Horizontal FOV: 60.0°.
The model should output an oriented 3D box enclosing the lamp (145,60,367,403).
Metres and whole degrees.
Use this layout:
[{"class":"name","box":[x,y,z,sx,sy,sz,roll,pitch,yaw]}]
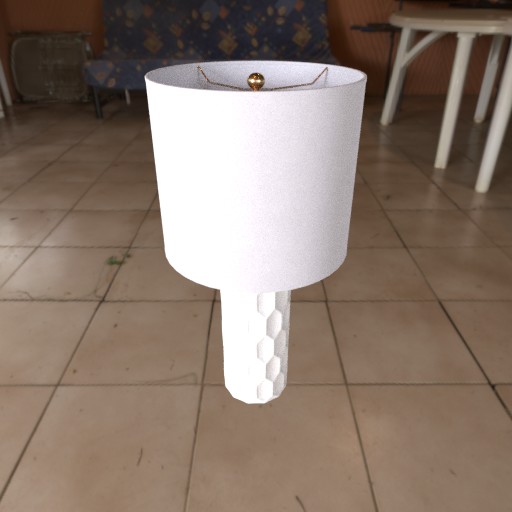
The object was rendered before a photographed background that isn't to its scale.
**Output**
[{"class":"lamp","box":[0.000,0.000,0.697,0.277,0.537,0.277,-1,30,-1]}]
